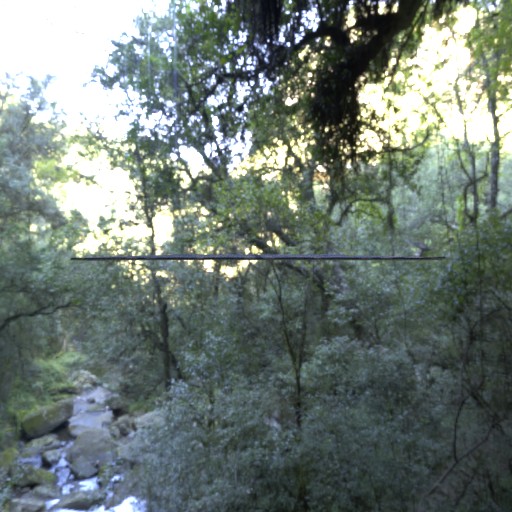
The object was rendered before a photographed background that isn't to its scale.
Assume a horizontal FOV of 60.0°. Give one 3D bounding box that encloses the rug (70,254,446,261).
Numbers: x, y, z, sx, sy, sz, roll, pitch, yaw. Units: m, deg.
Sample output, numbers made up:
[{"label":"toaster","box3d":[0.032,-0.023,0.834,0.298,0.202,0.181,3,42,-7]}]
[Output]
[{"label":"rug","box3d":[0.000,0.000,2.102,1.072,0.013,1.698,0,0,-1]}]
